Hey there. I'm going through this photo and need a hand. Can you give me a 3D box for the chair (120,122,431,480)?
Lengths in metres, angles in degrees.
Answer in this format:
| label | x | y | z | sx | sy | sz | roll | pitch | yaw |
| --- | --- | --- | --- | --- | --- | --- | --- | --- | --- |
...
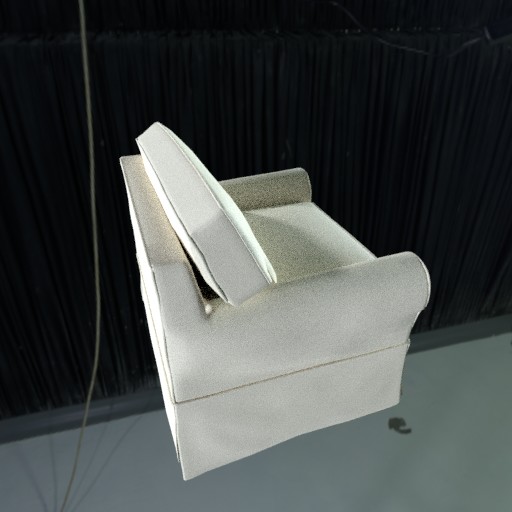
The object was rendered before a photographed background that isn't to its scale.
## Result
| label | x | y | z | sx | sy | sz | roll | pitch | yaw |
| --- | --- | --- | --- | --- | --- | --- | --- | --- | --- |
| chair | 0.000 | 0.000 | 1.791 | 0.904 | 0.958 | 1.099 | -10 | 32 | -17 |
